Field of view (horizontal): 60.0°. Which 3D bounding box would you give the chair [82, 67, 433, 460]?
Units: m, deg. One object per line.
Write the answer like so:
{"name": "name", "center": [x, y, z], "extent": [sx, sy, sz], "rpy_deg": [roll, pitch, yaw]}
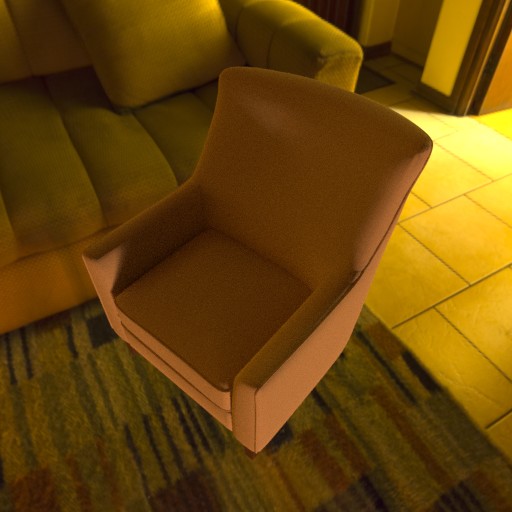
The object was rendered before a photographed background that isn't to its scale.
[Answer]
{"name": "chair", "center": [0.000, 0.000, 1.524], "extent": [0.756, 0.916, 0.879], "rpy_deg": [32, 54, 26]}
